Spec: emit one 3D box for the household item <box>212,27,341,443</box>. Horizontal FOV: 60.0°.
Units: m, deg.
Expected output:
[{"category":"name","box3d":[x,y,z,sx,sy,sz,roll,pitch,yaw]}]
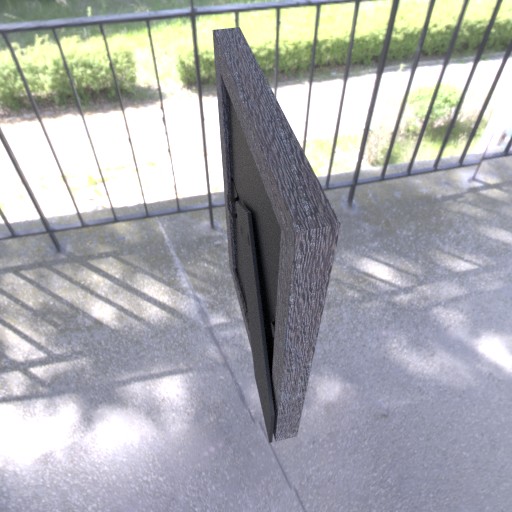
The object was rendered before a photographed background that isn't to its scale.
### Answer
[{"category":"household item","box3d":[0.000,0.000,0.278,0.020,0.210,0.160,-10,50,-9]}]
